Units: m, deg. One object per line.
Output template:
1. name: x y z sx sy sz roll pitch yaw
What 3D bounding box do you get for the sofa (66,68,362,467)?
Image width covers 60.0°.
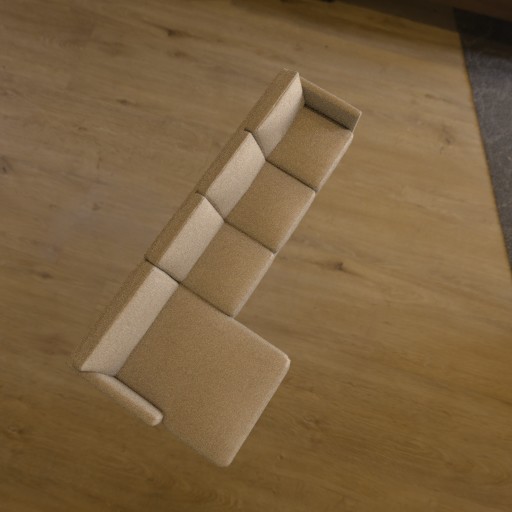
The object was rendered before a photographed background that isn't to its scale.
1. sofa: 0.000 0.000 3.868 1.502 0.876 3.201 32 78 8
